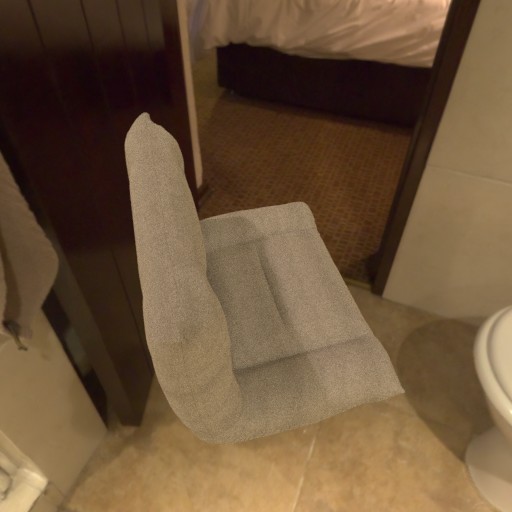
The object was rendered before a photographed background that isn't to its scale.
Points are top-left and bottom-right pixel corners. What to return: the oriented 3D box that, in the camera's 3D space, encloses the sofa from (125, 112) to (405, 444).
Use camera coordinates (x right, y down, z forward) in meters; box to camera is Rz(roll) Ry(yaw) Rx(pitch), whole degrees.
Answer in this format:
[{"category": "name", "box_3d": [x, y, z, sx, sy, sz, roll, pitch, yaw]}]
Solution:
[{"category": "sofa", "box_3d": [0.000, 0.000, 1.704, 0.847, 0.795, 1.144, -11, 47, -10]}]
